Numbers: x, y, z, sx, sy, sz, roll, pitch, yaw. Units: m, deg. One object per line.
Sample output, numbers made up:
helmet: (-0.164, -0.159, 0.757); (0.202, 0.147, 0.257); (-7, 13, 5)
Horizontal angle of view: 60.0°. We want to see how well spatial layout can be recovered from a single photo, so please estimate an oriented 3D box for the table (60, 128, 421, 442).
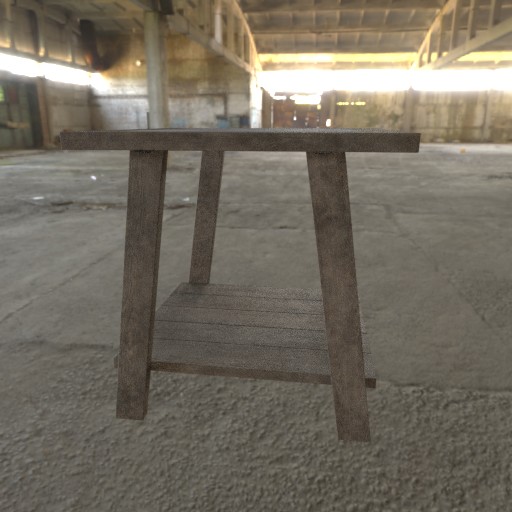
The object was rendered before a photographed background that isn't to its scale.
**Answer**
table: (0.000, 0.000, 1.112); (0.610, 0.610, 0.610); (2, 17, 8)
